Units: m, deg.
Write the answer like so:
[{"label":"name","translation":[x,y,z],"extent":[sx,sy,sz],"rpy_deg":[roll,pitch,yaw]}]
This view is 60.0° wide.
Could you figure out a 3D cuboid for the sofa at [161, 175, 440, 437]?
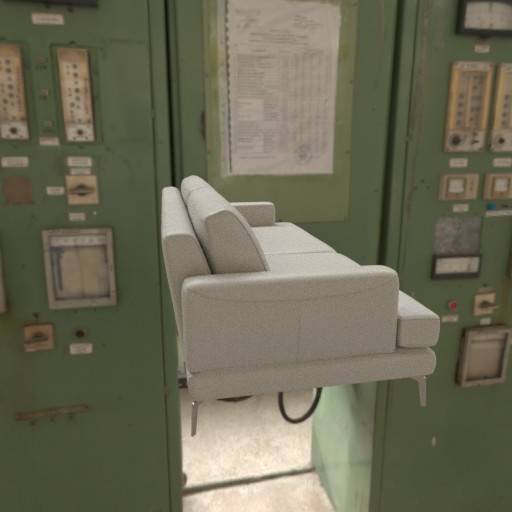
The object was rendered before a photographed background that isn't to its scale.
[{"label":"sofa","translation":[0.000,0.000,2.393],"extent":[0.974,0.765,1.940],"rpy_deg":[-3,15,-11]}]
